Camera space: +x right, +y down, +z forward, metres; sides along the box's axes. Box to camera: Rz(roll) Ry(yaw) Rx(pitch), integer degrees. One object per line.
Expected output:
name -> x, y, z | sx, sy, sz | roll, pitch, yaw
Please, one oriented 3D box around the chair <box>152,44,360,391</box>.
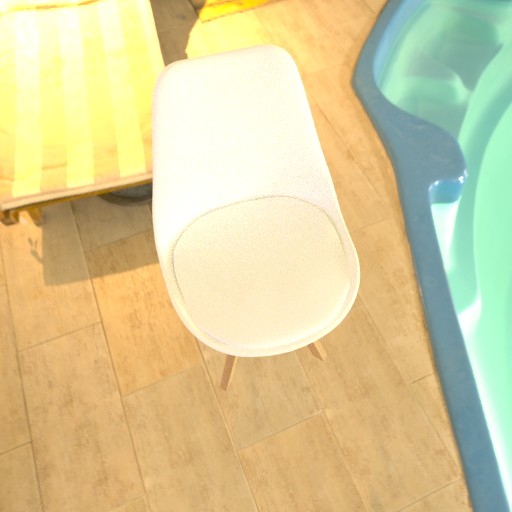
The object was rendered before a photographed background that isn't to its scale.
chair -> 0.000, 0.000, 1.170 | 0.485, 0.849, 0.550 | -15, 63, -8
